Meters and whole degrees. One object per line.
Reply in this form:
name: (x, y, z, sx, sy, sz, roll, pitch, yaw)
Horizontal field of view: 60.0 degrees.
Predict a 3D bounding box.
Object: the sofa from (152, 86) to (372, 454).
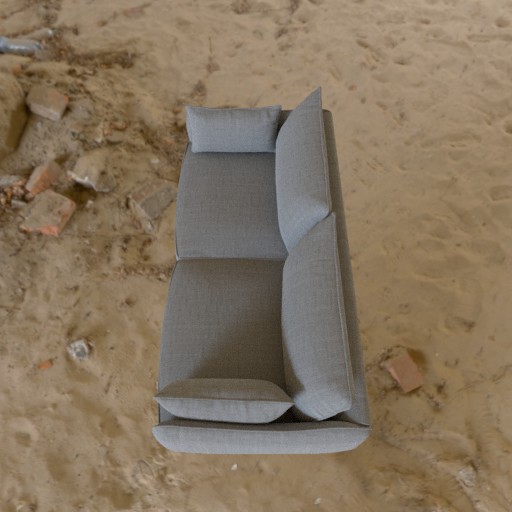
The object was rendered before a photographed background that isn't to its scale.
sofa: (0.000, 0.000, 2.459, 0.972, 0.851, 1.989, 0, 59, 0)
